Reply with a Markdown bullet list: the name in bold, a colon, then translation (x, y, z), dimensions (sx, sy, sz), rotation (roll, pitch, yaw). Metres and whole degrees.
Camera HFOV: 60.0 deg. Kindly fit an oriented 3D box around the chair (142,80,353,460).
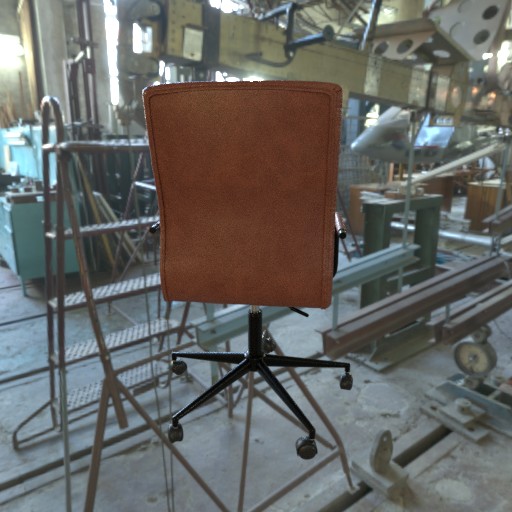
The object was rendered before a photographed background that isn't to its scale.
- **chair**: translation (0.000, 0.000, 1.263), dimensions (0.600, 0.878, 0.578), rotation (2, 16, 7)
